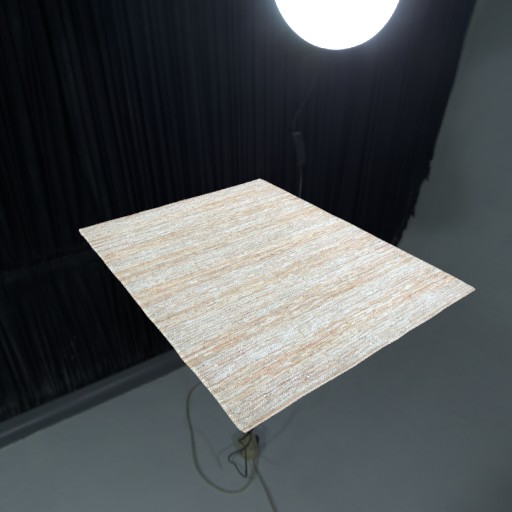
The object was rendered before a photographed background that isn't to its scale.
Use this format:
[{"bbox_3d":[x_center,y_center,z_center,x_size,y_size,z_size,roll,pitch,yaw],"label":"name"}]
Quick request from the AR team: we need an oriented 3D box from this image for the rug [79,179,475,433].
[{"bbox_3d":[0.000,0.000,4.019,2.313,0.009,2.939,-21,37,-30],"label":"rug"}]
